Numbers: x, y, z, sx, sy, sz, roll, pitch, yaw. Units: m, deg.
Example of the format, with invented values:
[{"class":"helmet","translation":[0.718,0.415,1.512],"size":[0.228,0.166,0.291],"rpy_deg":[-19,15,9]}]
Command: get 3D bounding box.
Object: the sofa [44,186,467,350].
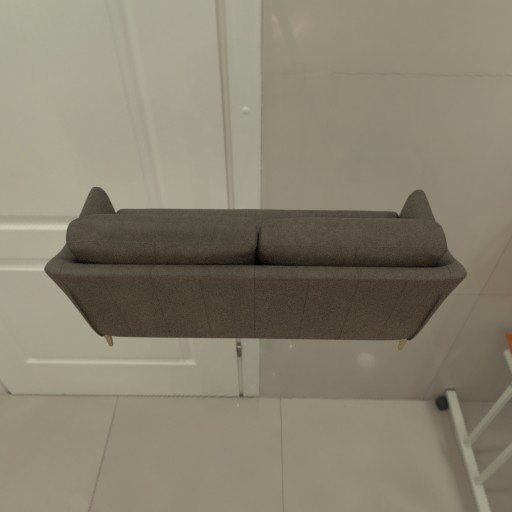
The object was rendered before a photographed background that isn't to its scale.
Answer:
[{"class":"sofa","translation":[0.000,0.000,2.486],"size":[2.036,0.902,0.960],"rpy_deg":[1,45,1]}]
